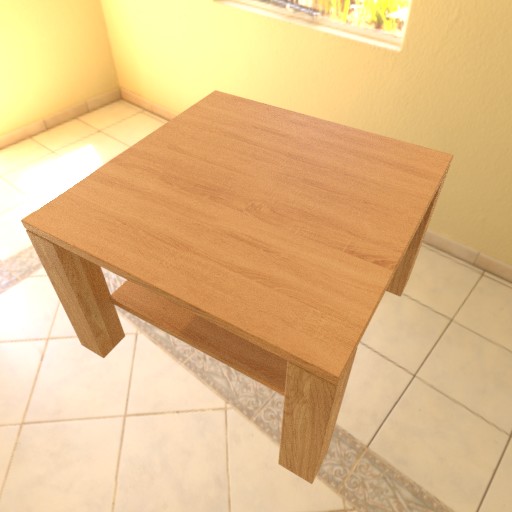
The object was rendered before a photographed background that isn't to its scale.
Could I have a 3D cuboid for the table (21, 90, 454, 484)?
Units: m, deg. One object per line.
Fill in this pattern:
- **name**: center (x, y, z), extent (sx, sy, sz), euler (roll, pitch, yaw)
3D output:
- **table**: center (0.000, 0.000, 1.146), extent (0.700, 0.450, 0.700), euler (23, 49, 21)
